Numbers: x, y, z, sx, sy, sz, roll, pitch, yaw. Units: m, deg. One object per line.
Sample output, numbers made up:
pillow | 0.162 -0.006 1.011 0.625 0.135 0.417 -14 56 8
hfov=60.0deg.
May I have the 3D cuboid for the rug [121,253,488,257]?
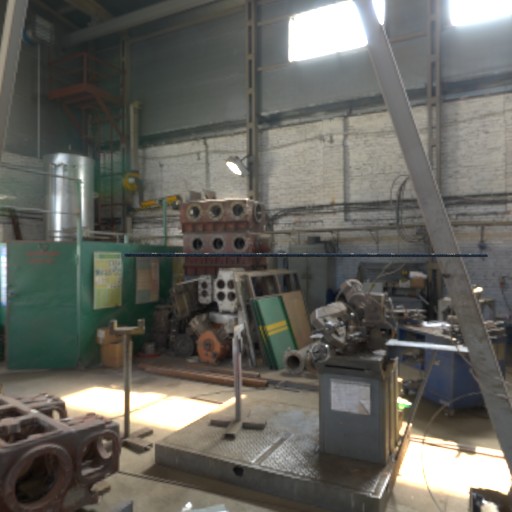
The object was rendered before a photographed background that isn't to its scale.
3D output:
rug | 0.000 0.000 3.919 2.270 0.020 2.881 0 0 -17
